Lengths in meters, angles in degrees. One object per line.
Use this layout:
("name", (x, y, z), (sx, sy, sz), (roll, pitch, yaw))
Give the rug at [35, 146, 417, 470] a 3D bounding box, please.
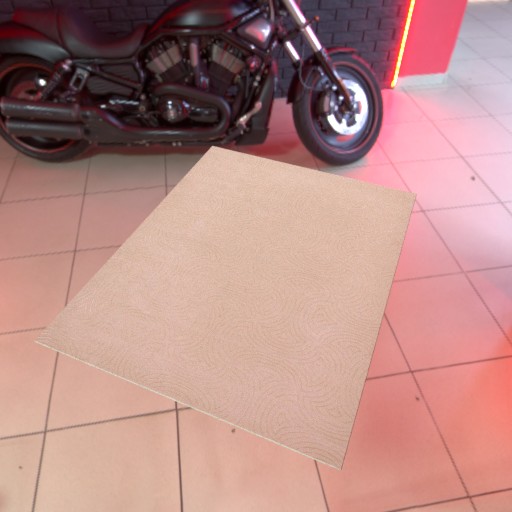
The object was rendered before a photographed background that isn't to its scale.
("rug", (0.000, 0.000, 3.463), (2.073, 0.011, 2.584), (17, 48, 16))
